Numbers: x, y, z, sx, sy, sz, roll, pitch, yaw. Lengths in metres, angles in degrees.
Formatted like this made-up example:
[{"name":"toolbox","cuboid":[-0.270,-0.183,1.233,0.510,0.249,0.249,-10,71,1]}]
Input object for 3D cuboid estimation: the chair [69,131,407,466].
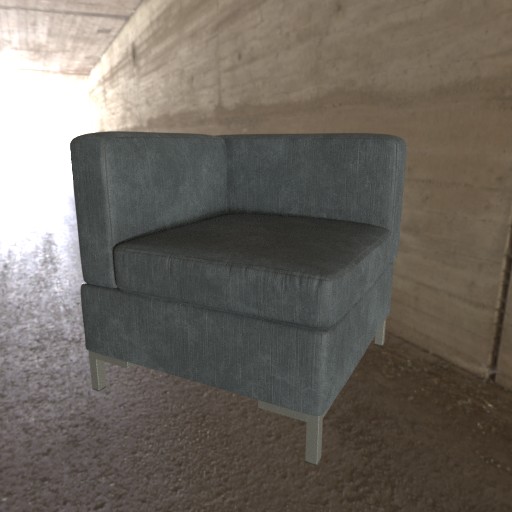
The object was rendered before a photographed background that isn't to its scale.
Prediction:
[{"name":"chair","cuboid":[0.000,0.000,1.222,0.680,0.660,0.680,7,16,27]}]
